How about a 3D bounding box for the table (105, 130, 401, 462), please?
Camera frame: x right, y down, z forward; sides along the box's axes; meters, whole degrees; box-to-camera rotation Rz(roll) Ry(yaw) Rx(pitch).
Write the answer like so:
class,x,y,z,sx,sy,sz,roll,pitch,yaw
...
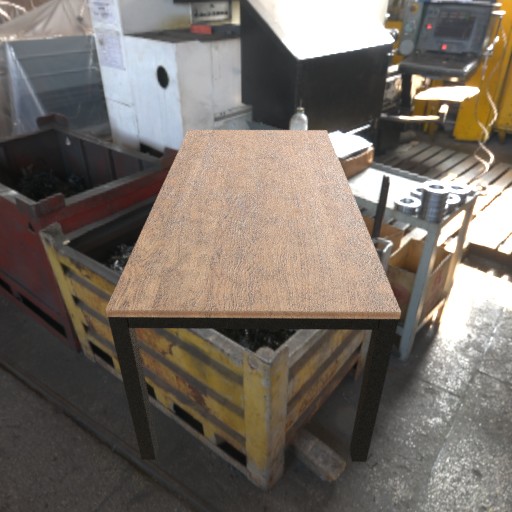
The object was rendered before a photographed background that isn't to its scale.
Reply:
class,x,y,z,sx,sy,sz,roll,pitch,yaw
table,0.000,0.000,2.303,0.893,0.767,1.805,0,33,1
